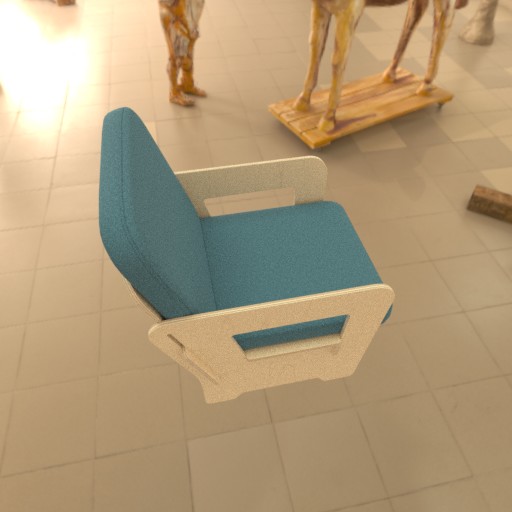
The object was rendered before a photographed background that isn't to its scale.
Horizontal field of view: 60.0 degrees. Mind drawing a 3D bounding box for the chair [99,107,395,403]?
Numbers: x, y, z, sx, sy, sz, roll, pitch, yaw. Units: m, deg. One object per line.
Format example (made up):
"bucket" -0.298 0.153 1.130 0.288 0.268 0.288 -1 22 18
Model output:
"chair" 0.000 0.000 1.214 0.657 0.747 0.547 -9 48 -8
